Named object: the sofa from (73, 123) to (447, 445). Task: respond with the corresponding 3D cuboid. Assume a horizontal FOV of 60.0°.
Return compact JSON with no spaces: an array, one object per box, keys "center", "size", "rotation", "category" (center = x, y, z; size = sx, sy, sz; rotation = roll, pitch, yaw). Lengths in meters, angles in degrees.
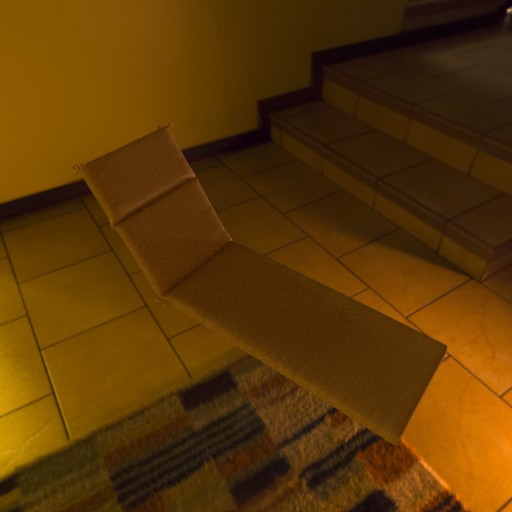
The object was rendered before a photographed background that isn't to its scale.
[{"center":[0.000,0.000,1.934],"size":[1.663,0.622,0.582],"rotation":[26,47,27],"category":"sofa"}]
